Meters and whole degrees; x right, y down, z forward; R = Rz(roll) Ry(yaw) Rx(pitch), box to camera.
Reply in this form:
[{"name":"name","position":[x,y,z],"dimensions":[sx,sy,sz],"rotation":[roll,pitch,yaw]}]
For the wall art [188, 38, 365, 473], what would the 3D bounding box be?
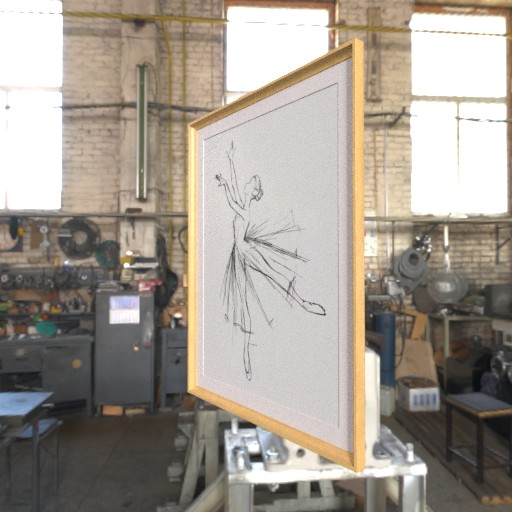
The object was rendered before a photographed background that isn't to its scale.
[{"name":"wall art","position":[0.000,0.000,1.346],"dimensions":[0.030,1.002,0.798],"rotation":[1,-1,-37]}]
